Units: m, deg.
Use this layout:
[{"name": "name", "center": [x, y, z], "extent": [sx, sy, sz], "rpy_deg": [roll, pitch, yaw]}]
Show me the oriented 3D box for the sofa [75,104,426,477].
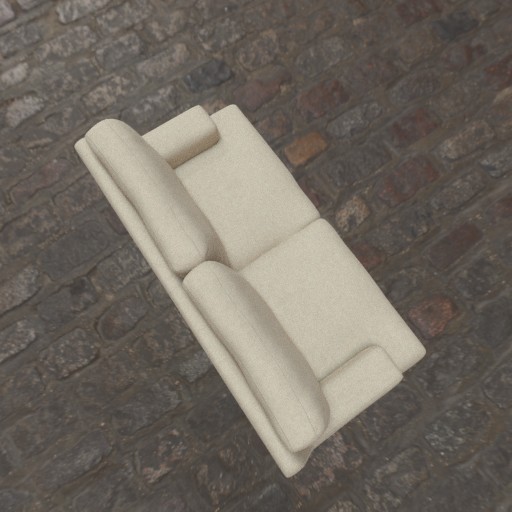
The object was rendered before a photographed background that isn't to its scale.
[{"name": "sofa", "center": [0.000, 0.000, 2.369], "extent": [0.962, 0.967, 1.885], "rpy_deg": [-33, 77, -9]}]
